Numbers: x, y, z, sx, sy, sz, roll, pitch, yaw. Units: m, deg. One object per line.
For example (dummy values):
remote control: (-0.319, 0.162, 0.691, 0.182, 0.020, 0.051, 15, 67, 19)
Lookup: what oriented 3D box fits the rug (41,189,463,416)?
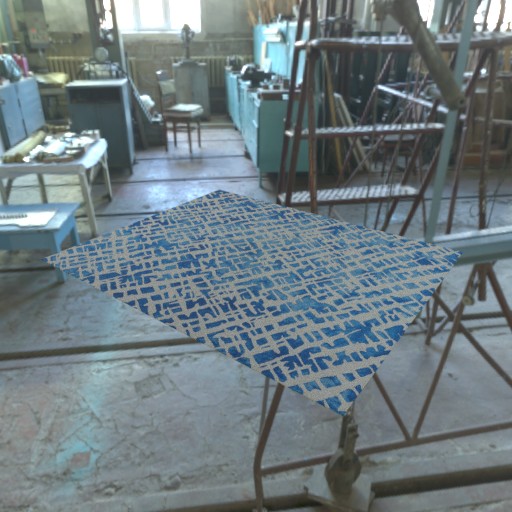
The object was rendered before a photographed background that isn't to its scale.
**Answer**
rug: (0.000, 0.000, 4.048, 3.007, 0.007, 2.435, 19, 33, 32)
